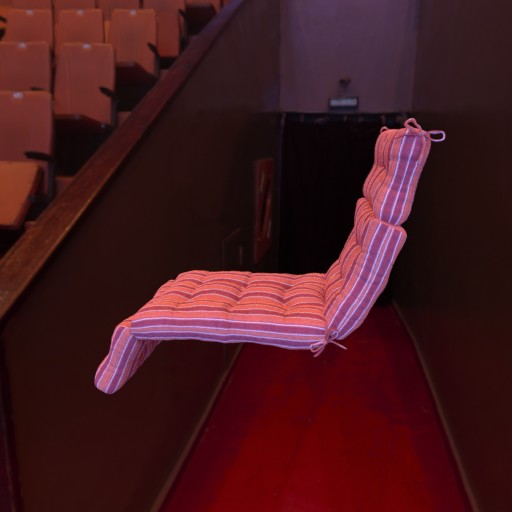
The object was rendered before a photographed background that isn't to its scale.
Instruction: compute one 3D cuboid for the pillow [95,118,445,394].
[{"bbox_3d":[0.000,0.000,1.490,1.016,0.863,0.526,2,15,9],"label":"pillow"}]
